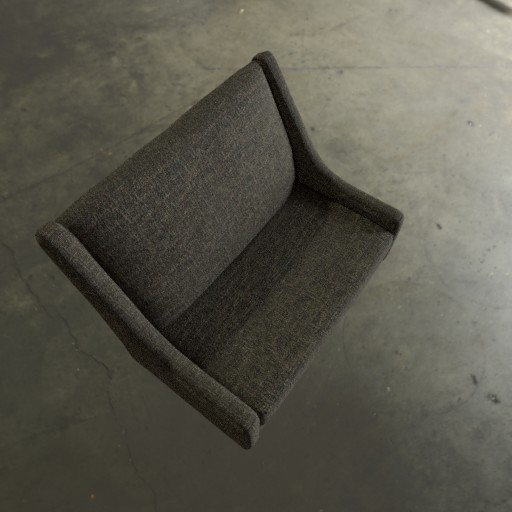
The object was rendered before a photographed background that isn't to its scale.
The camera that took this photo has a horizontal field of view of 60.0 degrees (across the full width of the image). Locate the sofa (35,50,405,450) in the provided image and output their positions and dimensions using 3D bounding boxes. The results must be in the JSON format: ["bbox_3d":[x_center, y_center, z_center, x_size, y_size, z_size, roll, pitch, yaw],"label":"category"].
[{"bbox_3d":[0.000,0.000,1.924,0.870,1.021,1.242,33,63,19],"label":"sofa"}]
